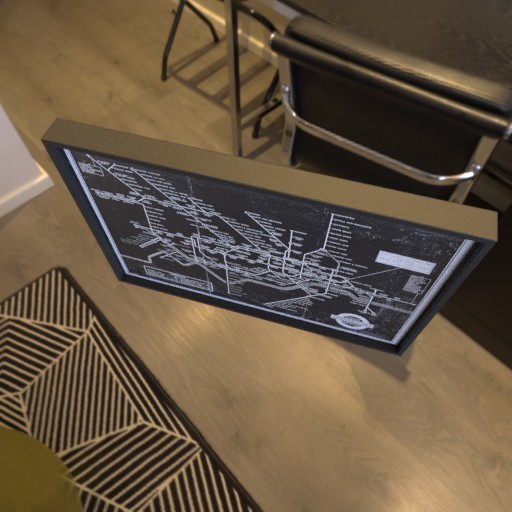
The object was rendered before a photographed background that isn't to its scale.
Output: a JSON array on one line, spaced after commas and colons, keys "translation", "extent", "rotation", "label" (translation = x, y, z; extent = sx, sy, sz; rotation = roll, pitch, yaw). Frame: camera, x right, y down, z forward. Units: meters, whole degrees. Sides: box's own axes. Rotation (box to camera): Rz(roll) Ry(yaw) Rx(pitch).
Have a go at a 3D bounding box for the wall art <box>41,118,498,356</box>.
[{"translation": [0.000, 0.000, 0.834], "extent": [0.671, 0.456, 0.051], "rotation": [14, 59, 8], "label": "wall art"}]
